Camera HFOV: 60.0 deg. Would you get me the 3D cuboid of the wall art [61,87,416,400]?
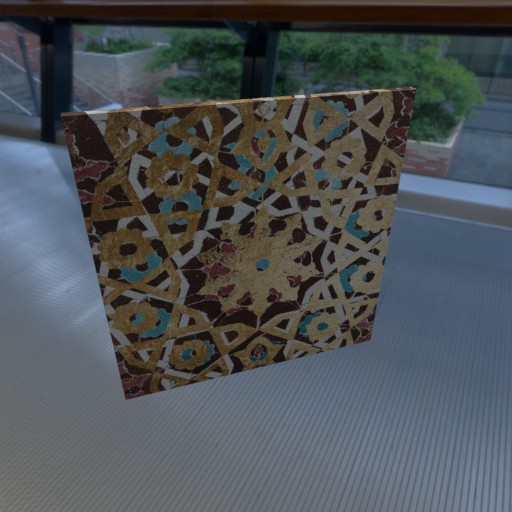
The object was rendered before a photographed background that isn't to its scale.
[{"bbox_3d":[0.000,0.000,1.117,0.757,0.762,0.028,-10,33,-15],"label":"wall art"}]
